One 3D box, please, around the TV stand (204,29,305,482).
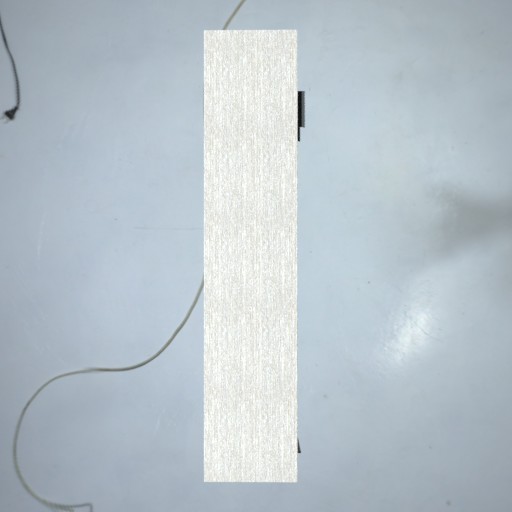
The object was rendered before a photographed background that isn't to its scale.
[{"bbox_3d":[0.000,0.000,2.161,0.405,0.787,1.804,0,90,1],"label":"TV stand"}]
